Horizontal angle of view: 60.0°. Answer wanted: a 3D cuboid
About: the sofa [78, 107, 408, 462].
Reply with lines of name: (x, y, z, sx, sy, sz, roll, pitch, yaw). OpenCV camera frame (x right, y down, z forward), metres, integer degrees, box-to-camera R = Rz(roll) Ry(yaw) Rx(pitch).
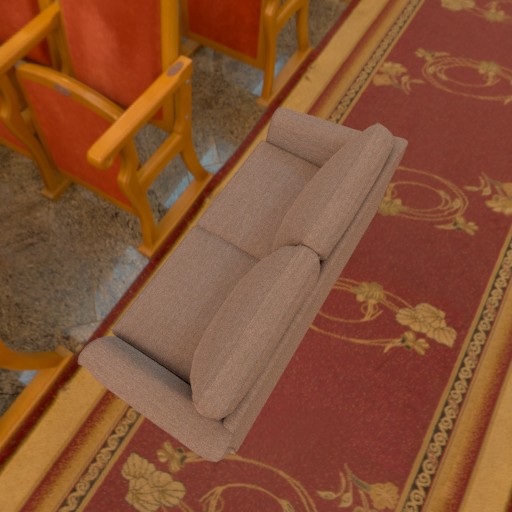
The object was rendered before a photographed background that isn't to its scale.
sofa: (0.000, 0.000, 2.810, 0.980, 0.965, 2.270, 29, 66, 14)
